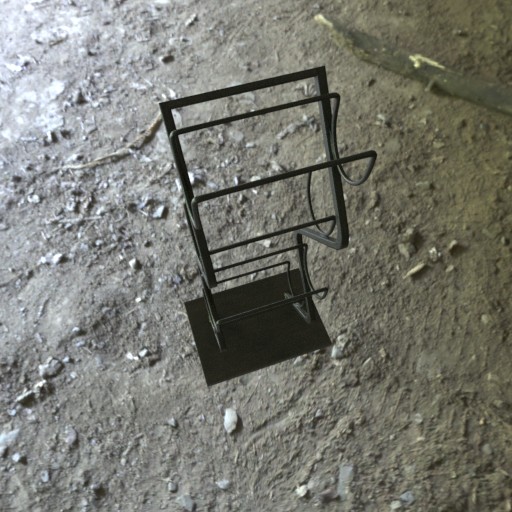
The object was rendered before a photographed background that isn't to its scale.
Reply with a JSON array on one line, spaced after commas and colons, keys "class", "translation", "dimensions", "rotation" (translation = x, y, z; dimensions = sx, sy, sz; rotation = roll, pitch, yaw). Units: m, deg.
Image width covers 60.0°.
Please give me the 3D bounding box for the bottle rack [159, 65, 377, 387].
[{"class": "bottle rack", "translation": [0.000, 0.000, 0.661], "dimensions": [0.254, 0.559, 0.178], "rotation": [-16, 61, -9]}]
